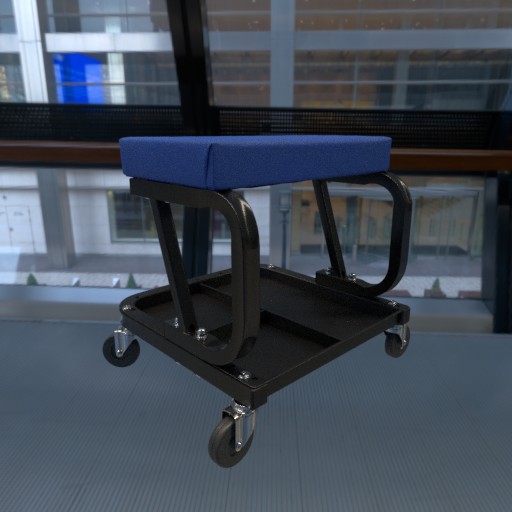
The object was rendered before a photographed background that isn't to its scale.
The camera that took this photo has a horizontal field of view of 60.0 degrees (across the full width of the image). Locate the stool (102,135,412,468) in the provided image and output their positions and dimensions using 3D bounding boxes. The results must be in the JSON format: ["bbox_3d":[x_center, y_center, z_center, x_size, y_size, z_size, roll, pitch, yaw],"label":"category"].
[{"bbox_3d":[0.000,0.000,0.728,0.446,0.380,0.371,-14,21,-41],"label":"stool"}]
